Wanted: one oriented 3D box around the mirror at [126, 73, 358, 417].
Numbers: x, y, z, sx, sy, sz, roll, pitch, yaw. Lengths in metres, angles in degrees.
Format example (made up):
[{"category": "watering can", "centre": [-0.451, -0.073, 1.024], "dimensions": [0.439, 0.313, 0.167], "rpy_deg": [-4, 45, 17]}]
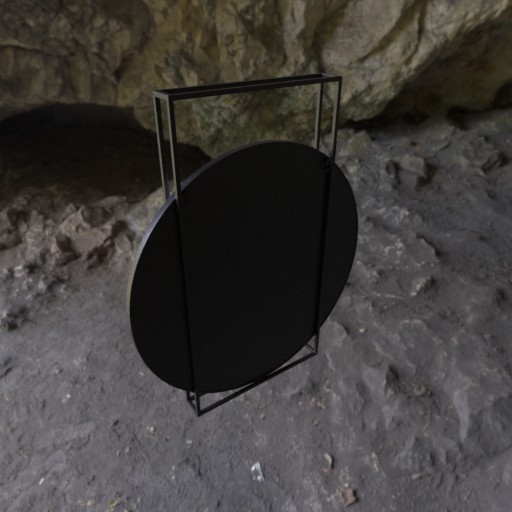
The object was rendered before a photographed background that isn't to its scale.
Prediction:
[{"category": "mirror", "centre": [0.000, 0.000, 0.819], "dimensions": [0.508, 0.603, 0.051], "rpy_deg": [-19, 35, -30]}]
